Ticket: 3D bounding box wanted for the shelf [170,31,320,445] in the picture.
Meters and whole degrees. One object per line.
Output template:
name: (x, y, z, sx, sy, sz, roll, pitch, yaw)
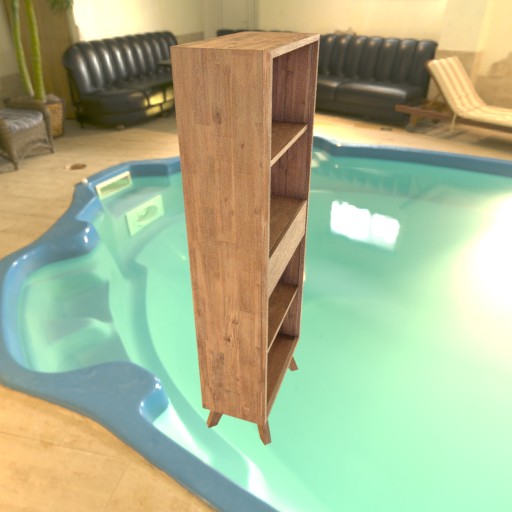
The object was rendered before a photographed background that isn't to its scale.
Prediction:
shelf: (0.000, 0.000, 1.521, 0.267, 1.342, 0.491, 10, 32, 17)
